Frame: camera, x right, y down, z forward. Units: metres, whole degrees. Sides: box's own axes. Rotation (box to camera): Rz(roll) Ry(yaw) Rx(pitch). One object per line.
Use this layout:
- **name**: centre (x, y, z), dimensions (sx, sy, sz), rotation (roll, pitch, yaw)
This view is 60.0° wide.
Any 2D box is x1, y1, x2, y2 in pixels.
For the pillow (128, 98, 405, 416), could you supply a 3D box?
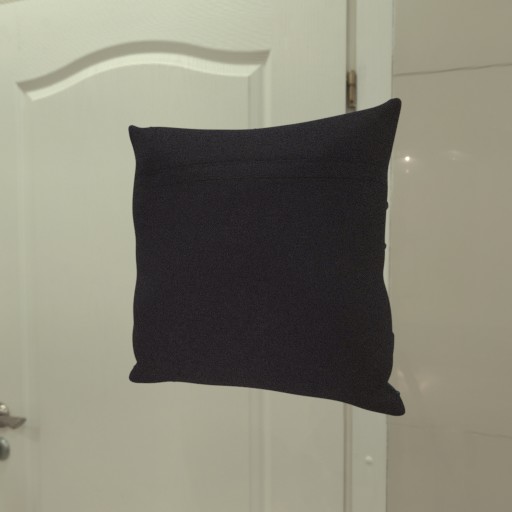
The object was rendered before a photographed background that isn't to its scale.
- **pillow**: centre (0.000, 0.000, 0.679), dimensions (0.439, 0.440, 0.183), rotation (1, 3, 17)
